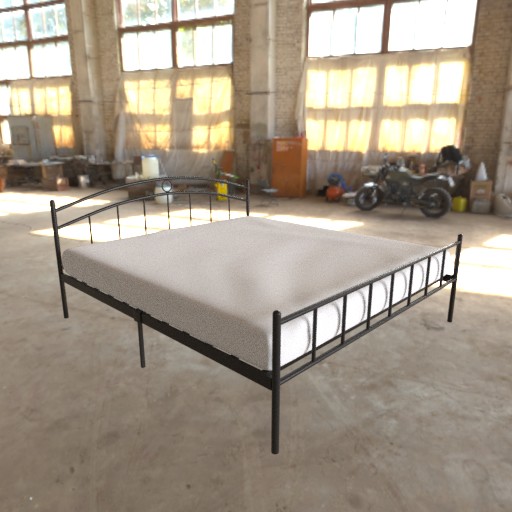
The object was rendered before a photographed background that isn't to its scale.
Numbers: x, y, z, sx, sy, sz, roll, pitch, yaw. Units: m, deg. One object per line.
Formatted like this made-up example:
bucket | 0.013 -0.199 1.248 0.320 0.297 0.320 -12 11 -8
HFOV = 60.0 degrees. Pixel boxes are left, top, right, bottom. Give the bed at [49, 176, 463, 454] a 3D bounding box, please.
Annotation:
bed | 0.000 0.000 3.031 2.040 0.940 1.880 14 21 42
